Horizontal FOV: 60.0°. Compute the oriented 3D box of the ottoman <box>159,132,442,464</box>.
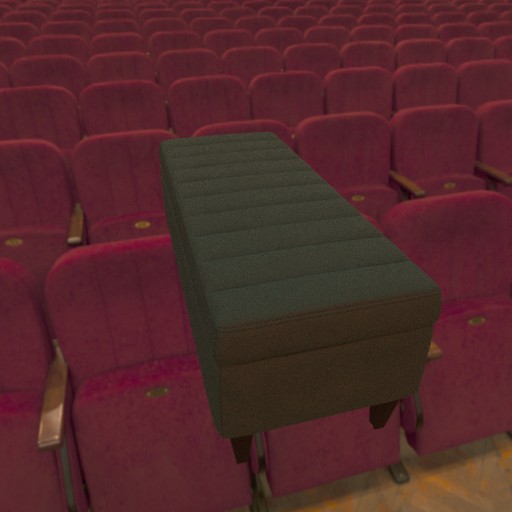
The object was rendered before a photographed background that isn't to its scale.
[{"bbox_3d":[0.000,0.000,1.396,0.482,0.469,1.151,-8,32,-13],"label":"ottoman"}]
